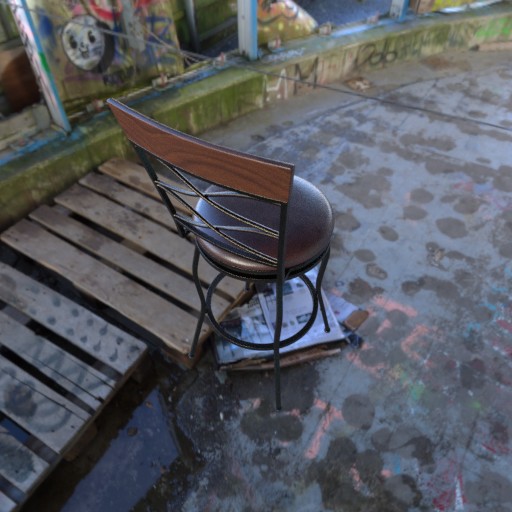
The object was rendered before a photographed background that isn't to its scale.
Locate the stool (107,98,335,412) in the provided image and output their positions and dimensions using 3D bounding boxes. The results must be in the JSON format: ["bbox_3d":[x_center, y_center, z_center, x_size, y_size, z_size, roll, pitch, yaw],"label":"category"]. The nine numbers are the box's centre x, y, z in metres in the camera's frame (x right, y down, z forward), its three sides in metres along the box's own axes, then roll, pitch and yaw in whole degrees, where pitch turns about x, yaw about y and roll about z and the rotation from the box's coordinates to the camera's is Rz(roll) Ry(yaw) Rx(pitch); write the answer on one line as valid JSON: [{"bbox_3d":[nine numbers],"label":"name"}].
[{"bbox_3d":[0.000,0.000,1.398,0.448,1.130,0.513,25,52,22],"label":"stool"}]
